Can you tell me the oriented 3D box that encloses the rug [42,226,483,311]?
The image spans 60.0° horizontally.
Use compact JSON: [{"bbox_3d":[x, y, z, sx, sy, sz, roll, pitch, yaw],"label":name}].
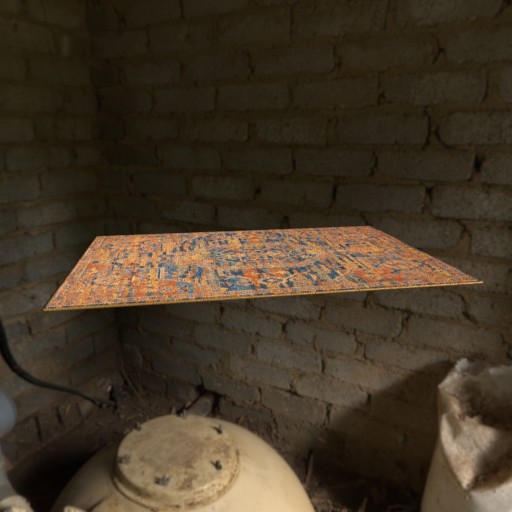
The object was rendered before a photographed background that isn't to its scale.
[{"bbox_3d":[0.000,0.000,1.113,0.863,0.008,0.557,-3,16,-10],"label":"rug"}]
